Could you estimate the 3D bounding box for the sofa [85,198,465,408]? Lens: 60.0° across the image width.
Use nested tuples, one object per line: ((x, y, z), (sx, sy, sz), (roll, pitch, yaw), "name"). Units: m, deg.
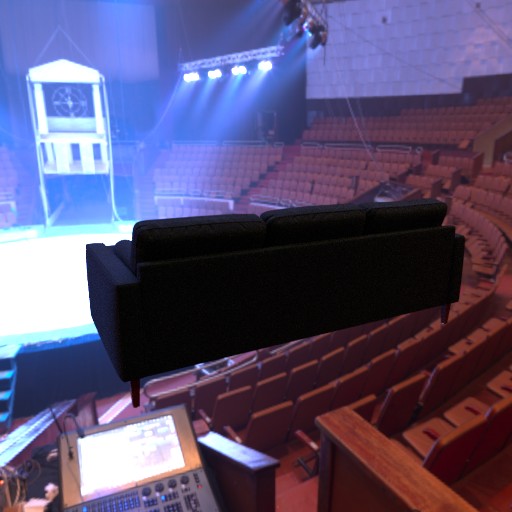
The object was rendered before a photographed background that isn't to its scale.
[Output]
((0.000, 0.000, 3.023), (2.185, 0.841, 1.613), (-7, 16, -27), "sofa")
